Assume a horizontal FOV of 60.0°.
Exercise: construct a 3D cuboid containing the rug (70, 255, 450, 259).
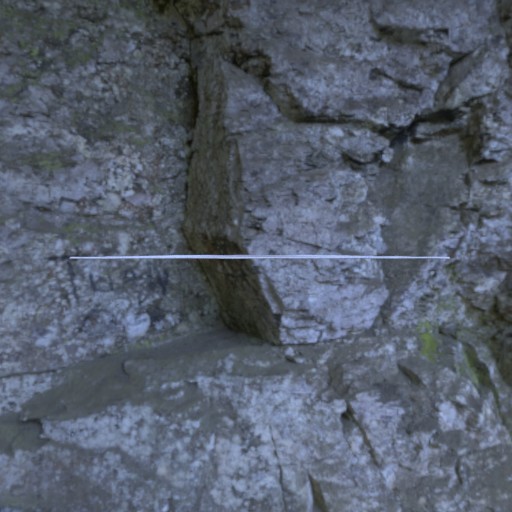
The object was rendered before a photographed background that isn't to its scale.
[{"bbox_3d":[0.000,0.000,2.985,1.522,0.012,2.440,0,0,-1],"label":"rug"}]
